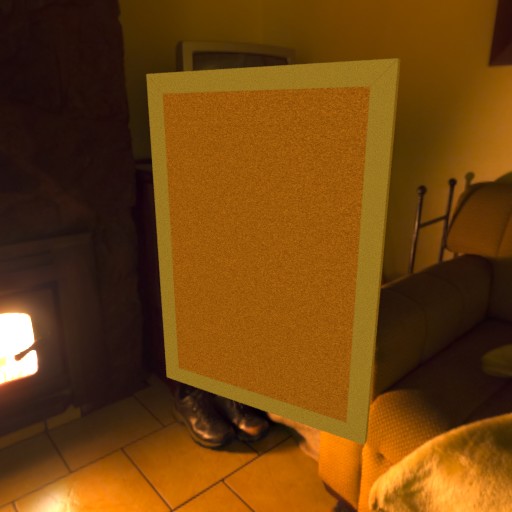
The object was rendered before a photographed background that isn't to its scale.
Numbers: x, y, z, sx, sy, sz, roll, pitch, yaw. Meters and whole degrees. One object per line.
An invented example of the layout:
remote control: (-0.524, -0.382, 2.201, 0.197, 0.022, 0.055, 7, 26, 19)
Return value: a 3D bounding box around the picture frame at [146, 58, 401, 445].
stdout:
picture frame: (0.000, 0.000, 0.584, 0.326, 0.459, 0.011, 9, 19, 28)
